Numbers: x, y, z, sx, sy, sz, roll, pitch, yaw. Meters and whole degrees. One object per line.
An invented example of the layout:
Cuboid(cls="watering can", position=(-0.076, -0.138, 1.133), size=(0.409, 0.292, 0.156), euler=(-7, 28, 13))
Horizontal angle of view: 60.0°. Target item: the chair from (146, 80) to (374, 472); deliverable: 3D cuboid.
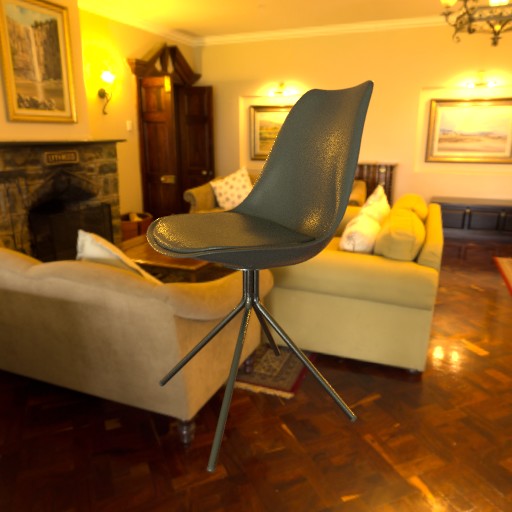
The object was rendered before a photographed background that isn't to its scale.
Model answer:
Cuboid(cls="chair", position=(0.000, 0.000, 1.141), size=(0.525, 0.850, 0.461), euler=(-8, 17, -26))
